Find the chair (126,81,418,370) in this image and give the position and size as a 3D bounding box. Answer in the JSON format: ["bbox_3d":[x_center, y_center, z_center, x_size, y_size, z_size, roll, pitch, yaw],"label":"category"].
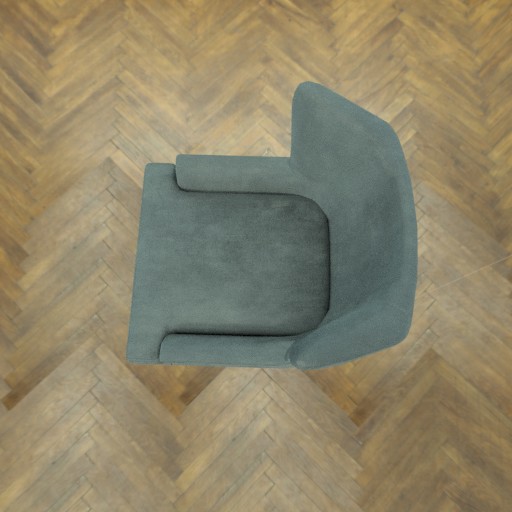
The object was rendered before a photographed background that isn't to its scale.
[{"bbox_3d":[0.000,0.000,1.591,0.906,0.950,0.784,2,76,0],"label":"chair"}]
